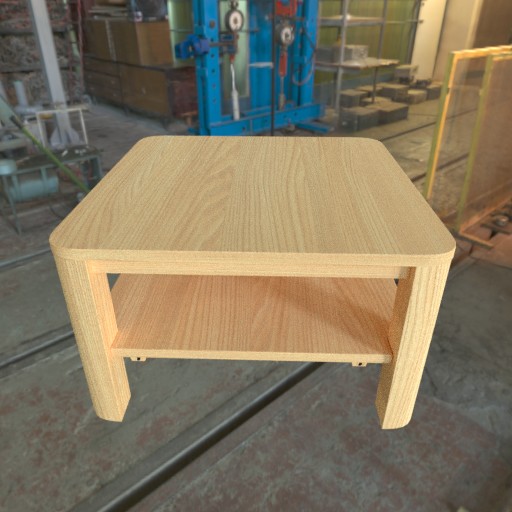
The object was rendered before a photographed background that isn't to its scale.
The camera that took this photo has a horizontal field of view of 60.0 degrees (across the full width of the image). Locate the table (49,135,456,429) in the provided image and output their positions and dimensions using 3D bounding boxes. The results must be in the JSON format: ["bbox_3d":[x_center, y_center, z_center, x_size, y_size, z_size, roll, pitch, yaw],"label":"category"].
[{"bbox_3d":[0.000,0.000,1.206,0.750,0.450,0.750,1,30,2],"label":"table"}]
